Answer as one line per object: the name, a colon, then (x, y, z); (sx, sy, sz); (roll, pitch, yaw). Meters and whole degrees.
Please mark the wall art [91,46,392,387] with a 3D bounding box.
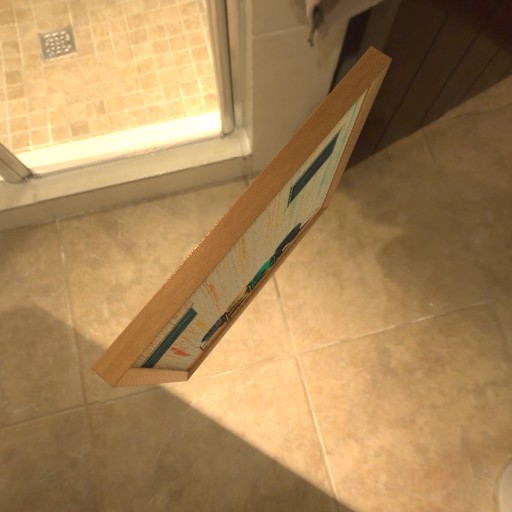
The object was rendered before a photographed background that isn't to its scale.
wall art: (0.000, 0.000, 0.448); (0.019, 0.302, 0.302); (38, 78, 9)
